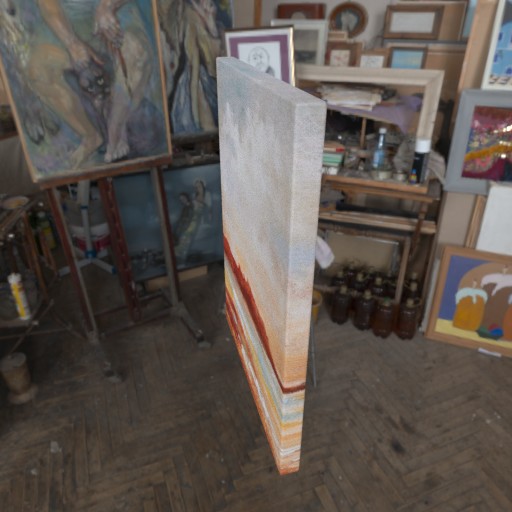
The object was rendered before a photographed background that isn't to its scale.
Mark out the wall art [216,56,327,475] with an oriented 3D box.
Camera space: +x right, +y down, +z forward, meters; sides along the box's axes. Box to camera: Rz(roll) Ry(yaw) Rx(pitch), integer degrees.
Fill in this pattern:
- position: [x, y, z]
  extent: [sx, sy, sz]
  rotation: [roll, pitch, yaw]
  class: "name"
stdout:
- position: [0.000, 0.000, 0.786]
  extent: [0.035, 0.605, 0.443]
  rotation: [-8, 31, -13]
  class: "wall art"
